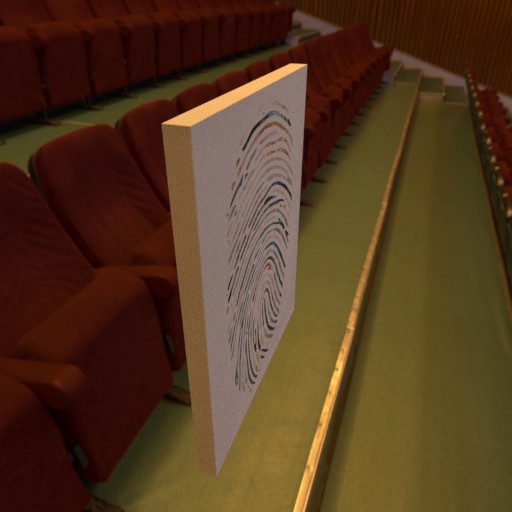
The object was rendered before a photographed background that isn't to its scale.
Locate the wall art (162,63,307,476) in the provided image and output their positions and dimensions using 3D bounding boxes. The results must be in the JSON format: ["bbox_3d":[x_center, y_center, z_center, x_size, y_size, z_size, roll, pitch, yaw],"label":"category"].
[{"bbox_3d":[0.000,0.000,0.830,0.037,0.606,0.508,10,32,17],"label":"wall art"}]
